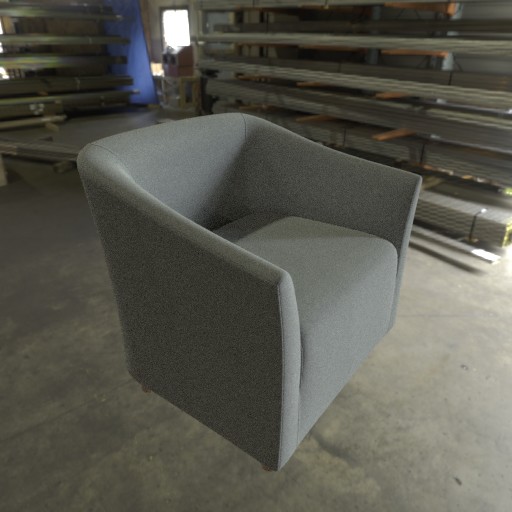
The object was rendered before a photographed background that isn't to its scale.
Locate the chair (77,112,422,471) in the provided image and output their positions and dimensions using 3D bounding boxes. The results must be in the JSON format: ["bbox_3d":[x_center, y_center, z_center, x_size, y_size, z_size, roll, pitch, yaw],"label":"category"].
[{"bbox_3d":[0.000,0.000,1.338,0.700,0.720,0.790,19,32,32],"label":"chair"}]
